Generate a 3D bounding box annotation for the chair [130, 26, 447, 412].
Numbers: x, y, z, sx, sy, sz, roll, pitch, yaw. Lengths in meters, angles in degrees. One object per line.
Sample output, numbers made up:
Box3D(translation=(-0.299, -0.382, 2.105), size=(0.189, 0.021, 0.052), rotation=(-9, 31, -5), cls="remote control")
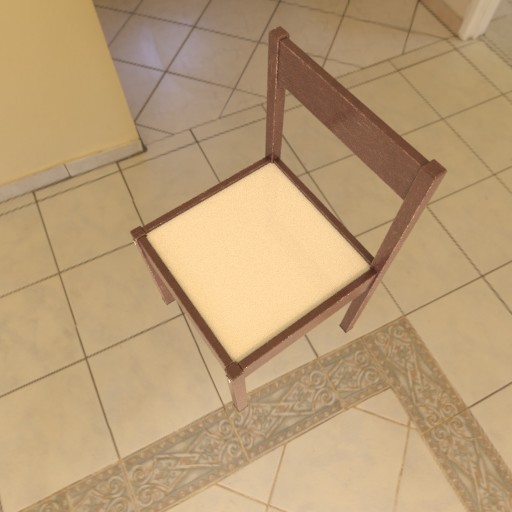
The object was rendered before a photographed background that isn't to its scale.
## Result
Box3D(translation=(0.000, 0.000, 0.692), size=(0.285, 0.505, 0.285), rotation=(-33, 67, -16), cls="chair")
